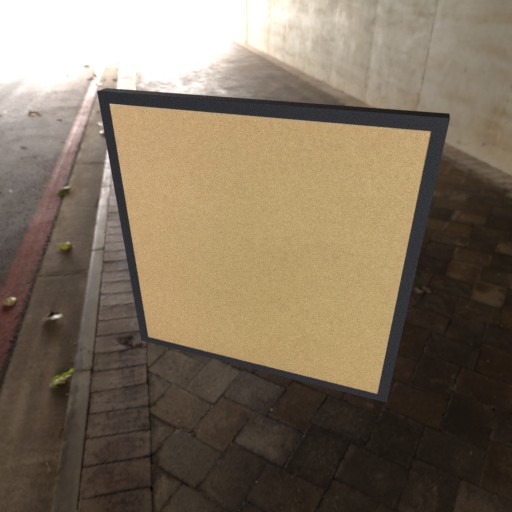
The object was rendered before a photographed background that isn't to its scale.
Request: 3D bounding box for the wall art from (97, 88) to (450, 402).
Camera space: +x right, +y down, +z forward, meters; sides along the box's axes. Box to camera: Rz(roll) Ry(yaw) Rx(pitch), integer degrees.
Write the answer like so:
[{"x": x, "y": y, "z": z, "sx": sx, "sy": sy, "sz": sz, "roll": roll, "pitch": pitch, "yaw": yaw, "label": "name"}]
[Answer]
[{"x": 0.000, "y": 0.000, "z": 1.127, "sx": 0.762, "sy": 0.760, "sz": 0.037, "roll": 10, "pitch": 33, "yaw": 16, "label": "wall art"}]
